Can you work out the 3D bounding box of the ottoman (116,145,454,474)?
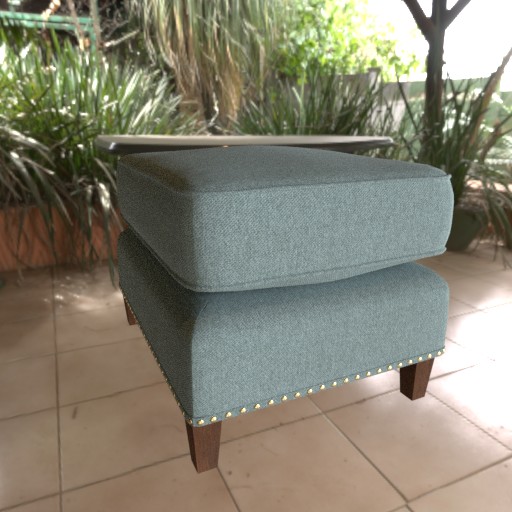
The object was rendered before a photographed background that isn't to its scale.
[{"bbox_3d":[0.000,0.000,1.109,0.589,0.537,0.738,-8,19,-24],"label":"ottoman"}]
